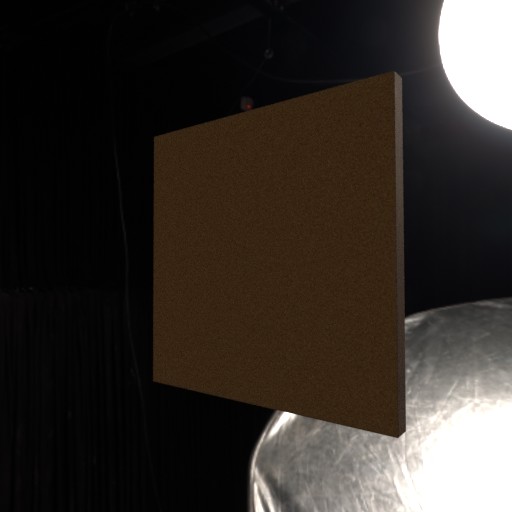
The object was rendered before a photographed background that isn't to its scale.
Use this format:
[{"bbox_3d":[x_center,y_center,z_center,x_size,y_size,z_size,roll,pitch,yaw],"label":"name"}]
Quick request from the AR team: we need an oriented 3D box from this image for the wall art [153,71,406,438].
[{"bbox_3d":[0.000,0.000,0.925,0.611,0.608,0.042,-1,-1,37],"label":"wall art"}]
